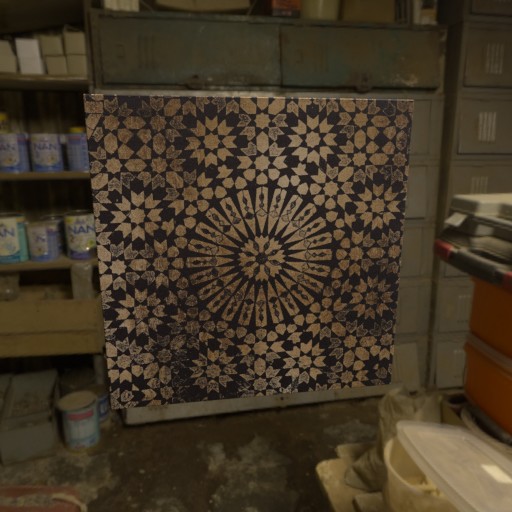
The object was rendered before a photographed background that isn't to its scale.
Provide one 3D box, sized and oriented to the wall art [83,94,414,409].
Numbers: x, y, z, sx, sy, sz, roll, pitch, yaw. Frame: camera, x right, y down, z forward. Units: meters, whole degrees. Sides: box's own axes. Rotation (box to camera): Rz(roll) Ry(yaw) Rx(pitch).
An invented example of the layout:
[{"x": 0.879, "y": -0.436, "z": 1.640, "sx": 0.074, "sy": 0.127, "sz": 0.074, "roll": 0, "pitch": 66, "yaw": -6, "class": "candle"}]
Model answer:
[{"x": 0.000, "y": 0.000, "z": 0.602, "sx": 0.405, "sy": 0.405, "sz": 0.038, "roll": -2, "pitch": 14, "yaw": -9, "class": "wall art"}]
